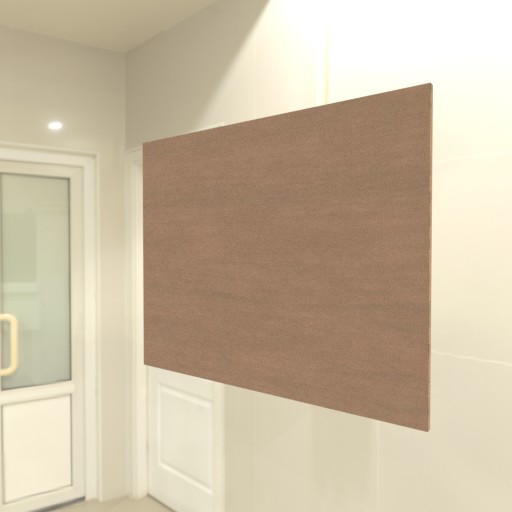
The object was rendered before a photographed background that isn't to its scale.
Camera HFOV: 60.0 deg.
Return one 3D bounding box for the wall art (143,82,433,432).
[{"bbox_3d":[0.000,0.000,0.671,0.508,0.408,0.010,1,1,36],"label":"wall art"}]
